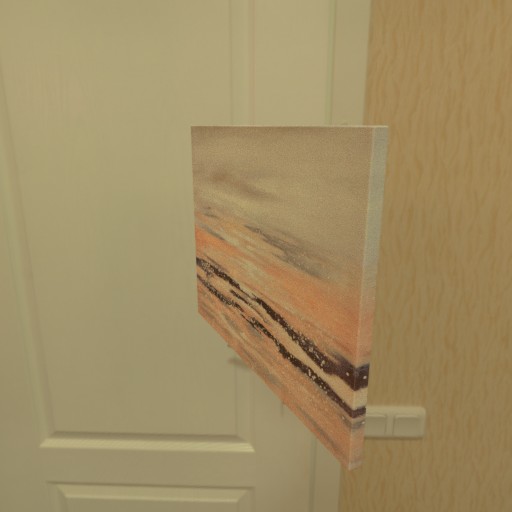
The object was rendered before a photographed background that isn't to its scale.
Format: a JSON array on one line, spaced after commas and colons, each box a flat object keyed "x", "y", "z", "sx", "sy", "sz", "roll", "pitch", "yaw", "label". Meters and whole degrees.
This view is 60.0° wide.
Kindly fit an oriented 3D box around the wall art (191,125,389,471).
[{"x": 0.000, "y": 0.000, "z": 1.350, "sx": 0.038, "sy": 0.763, "sz": 1.015, "roll": -8, "pitch": 18, "yaw": -26, "label": "wall art"}]
